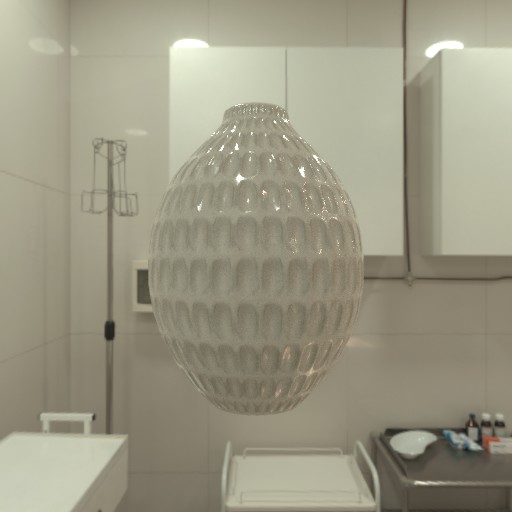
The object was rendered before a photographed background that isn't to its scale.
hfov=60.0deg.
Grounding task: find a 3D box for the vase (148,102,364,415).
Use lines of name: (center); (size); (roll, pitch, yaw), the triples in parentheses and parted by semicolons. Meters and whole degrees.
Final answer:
vase: (0.000, 0.000, 0.342); (0.162, 0.223, 0.162); (0, 0, 0)
